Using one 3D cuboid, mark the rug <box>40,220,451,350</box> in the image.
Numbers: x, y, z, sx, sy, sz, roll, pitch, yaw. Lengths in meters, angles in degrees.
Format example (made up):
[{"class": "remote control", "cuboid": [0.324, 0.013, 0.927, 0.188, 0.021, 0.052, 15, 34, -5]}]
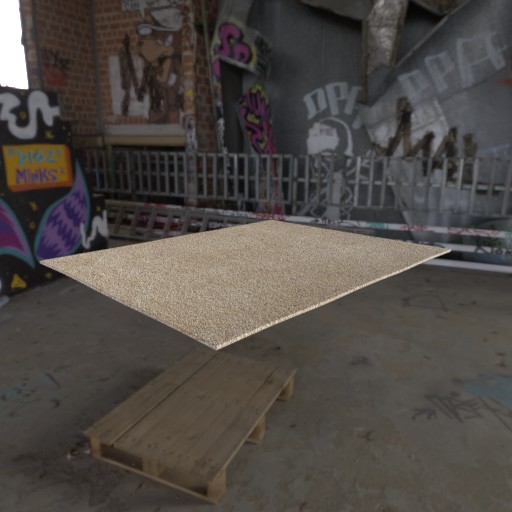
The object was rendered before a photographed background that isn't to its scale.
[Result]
[{"class": "rug", "cuboid": [0.000, 0.000, 4.123, 2.400, 0.025, 3.000, 14, 20, 43]}]
